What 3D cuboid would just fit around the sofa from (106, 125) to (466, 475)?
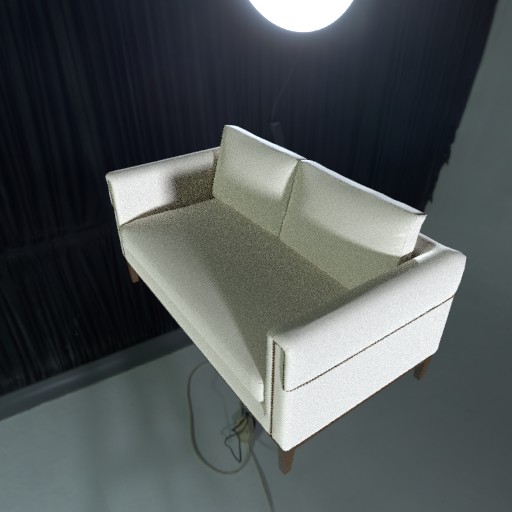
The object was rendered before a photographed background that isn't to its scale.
[{"bbox_3d":[0.000,0.000,2.159,0.905,0.873,1.598,-21,39,-29],"label":"sofa"}]
